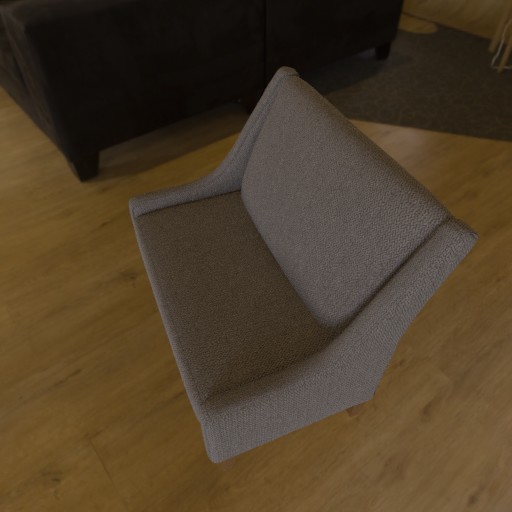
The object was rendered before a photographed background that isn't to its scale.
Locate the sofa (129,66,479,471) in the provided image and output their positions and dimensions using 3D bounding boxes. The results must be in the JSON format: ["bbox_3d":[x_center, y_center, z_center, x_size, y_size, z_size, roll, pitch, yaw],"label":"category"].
[{"bbox_3d":[0.000,0.000,1.855,0.873,1.022,1.242,-16,48,-16],"label":"sofa"}]
